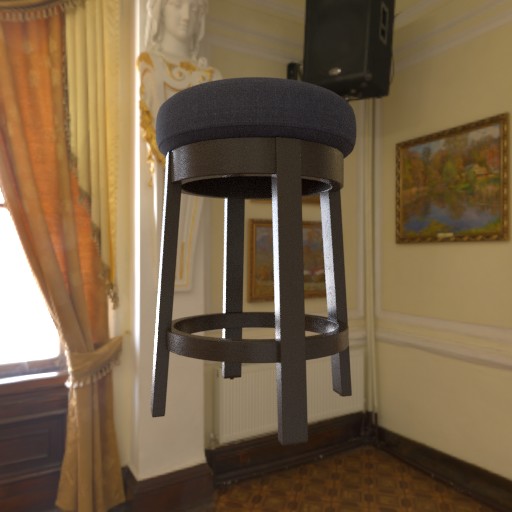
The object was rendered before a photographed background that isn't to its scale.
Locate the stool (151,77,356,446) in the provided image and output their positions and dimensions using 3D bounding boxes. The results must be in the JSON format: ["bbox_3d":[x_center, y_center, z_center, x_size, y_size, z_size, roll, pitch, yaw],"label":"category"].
[{"bbox_3d":[0.000,0.000,0.972,0.449,0.655,0.449,0,0,0],"label":"stool"}]
